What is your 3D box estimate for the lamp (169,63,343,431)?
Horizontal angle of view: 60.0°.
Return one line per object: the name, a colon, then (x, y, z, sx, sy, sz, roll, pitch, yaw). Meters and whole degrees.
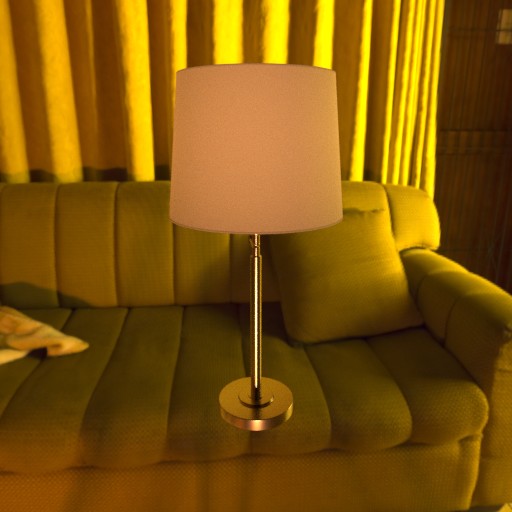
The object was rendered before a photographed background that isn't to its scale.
lamp: (0.000, 0.000, 0.885, 0.333, 0.696, 0.333, 0, 16, 0)
